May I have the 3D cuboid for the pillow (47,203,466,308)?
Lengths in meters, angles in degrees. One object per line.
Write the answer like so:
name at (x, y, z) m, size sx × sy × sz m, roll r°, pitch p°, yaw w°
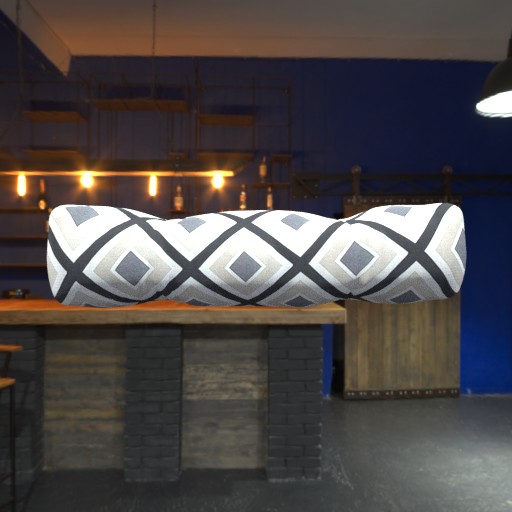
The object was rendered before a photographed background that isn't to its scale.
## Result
pillow at (0.000, 0.000, 0.725) m, size 0.490 × 0.128 × 0.468 m, roll 0°, pitch 0°, yaw 0°
